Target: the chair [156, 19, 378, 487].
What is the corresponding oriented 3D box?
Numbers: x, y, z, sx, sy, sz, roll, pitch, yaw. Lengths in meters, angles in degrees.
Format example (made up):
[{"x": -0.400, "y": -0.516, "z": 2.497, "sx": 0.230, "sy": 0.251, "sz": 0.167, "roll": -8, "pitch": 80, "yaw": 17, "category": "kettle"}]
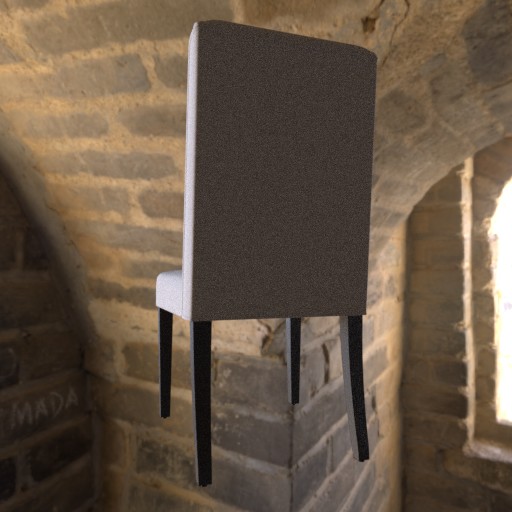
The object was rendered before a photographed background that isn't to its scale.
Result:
[{"x": 0.000, "y": 0.000, "z": 1.191, "sx": 0.474, "sy": 0.961, "sz": 0.523, "roll": 1, "pitch": -2, "yaw": -19, "category": "chair"}]
